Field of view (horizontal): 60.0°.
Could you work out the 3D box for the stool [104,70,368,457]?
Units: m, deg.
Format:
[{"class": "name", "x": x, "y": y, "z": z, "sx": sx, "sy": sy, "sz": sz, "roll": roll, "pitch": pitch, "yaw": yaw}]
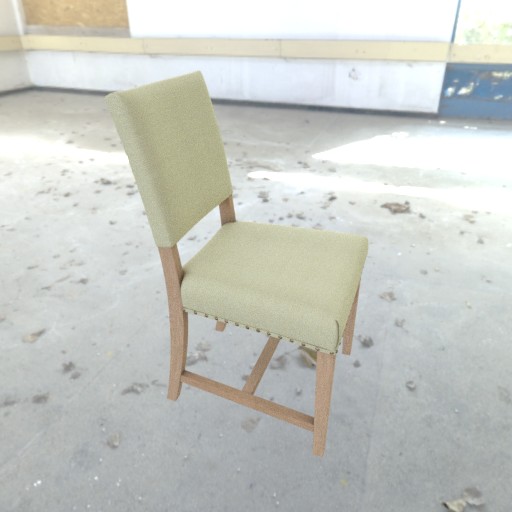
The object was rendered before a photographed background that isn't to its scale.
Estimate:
[{"class": "stool", "x": 0.000, "y": 0.000, "z": 1.356, "sx": 0.623, "sy": 0.986, "sz": 0.508, "roll": 10, "pitch": 31, "yaw": 18}]
